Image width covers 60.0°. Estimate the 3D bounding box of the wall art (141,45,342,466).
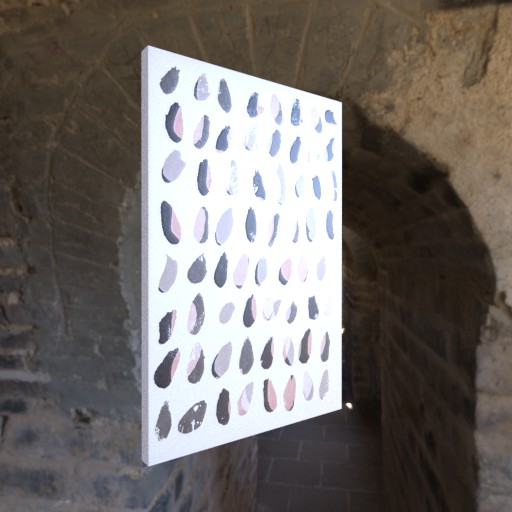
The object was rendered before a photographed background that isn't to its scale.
[{"bbox_3d":[0.000,0.000,0.769,0.405,0.608,0.025,0,0,-36],"label":"wall art"}]
